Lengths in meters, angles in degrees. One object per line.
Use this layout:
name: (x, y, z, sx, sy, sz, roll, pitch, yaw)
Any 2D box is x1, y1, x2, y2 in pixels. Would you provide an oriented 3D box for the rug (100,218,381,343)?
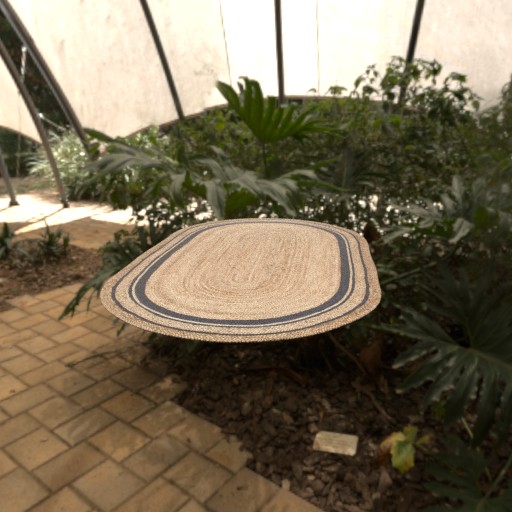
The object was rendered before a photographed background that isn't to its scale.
rug: (0.000, 0.000, 2.940, 1.520, 0.006, 2.432, 3, 17, 9)
